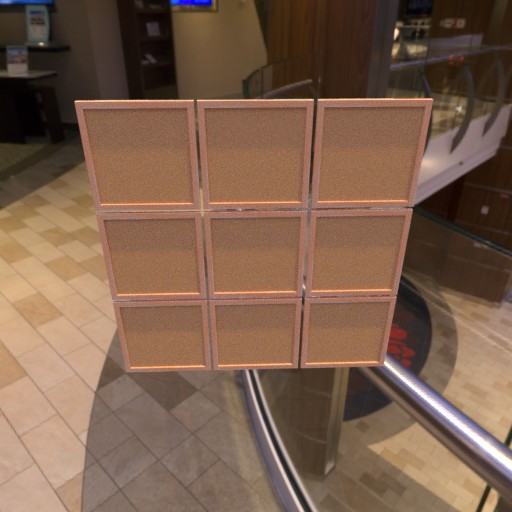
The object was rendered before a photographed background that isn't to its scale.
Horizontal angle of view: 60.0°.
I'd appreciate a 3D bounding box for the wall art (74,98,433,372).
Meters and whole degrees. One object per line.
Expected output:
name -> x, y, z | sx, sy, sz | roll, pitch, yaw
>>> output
wall art -> 0.000, 0.000, 1.350 | 0.911, 0.910, 0.012 | -1, 29, -2
